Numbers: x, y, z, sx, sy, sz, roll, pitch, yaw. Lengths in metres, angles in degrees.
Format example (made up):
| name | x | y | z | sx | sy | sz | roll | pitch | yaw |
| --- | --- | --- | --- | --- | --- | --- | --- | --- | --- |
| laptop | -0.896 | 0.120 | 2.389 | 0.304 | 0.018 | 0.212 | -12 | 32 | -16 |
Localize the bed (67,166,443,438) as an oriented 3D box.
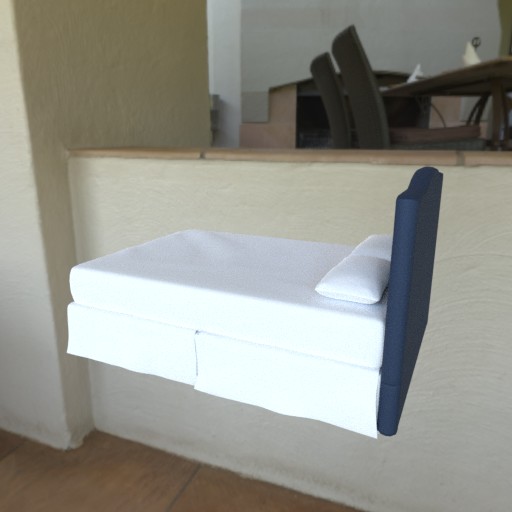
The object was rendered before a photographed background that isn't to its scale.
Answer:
| name | x | y | z | sx | sy | sz | roll | pitch | yaw |
| --- | --- | --- | --- | --- | --- | --- | --- | --- | --- |
| bed | 0.000 | 0.000 | 3.489 | 2.507 | 1.441 | 1.741 | 7 | 17 | 25 |
